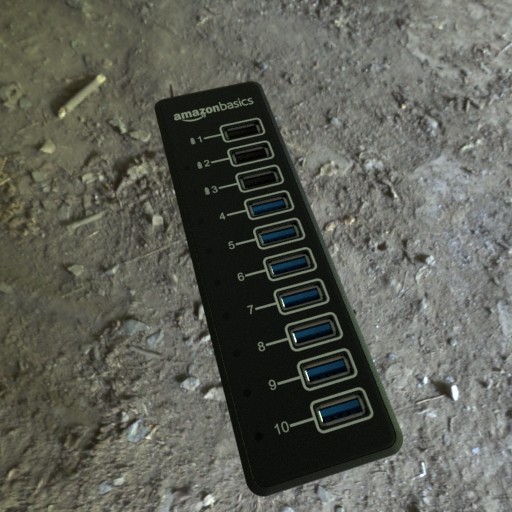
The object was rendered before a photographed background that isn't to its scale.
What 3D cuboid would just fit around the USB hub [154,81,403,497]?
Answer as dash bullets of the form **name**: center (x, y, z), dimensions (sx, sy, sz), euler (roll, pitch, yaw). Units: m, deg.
- **USB hub**: center (0.000, 0.000, 0.157), dimensions (0.044, 0.023, 0.145), euler (-14, 64, -7)
